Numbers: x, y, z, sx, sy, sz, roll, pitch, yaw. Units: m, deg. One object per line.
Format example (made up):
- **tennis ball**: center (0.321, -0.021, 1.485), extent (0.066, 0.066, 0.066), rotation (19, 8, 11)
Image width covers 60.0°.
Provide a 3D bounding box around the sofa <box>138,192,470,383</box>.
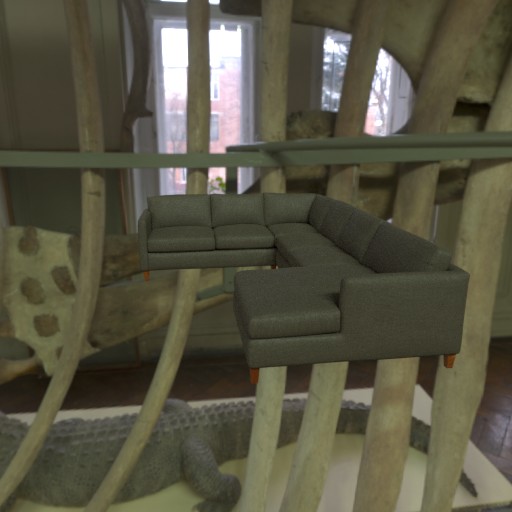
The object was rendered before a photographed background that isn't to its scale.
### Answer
- **sofa**: center (0.000, 0.000, 4.616), extent (2.594, 0.961, 3.460), rotation (-2, 15, -8)
